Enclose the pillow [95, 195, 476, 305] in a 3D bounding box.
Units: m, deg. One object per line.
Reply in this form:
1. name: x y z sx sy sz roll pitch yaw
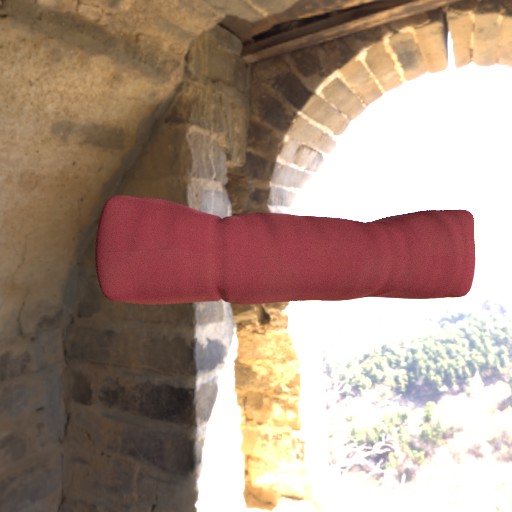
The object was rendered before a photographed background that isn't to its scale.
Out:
1. pillow: 0.000 0.000 0.719 0.490 0.128 0.468 0 -1 -19
